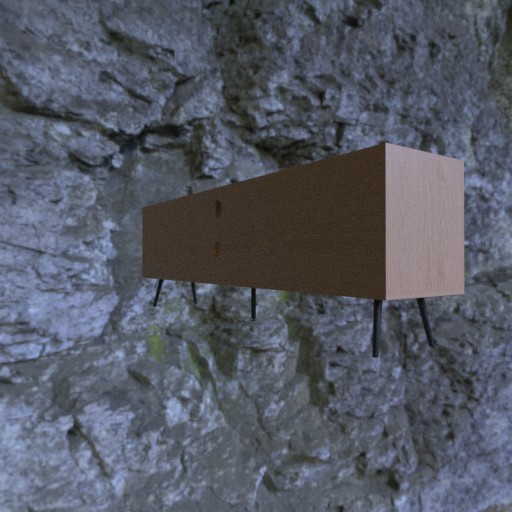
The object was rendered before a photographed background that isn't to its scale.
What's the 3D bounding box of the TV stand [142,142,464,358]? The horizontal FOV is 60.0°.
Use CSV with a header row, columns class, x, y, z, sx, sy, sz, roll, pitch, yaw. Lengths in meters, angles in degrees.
class,x,y,z,sx,sy,sz,roll,pitch,yaw
TV stand,0.000,0.000,1.992,0.400,0.580,1.760,0,-1,-35
